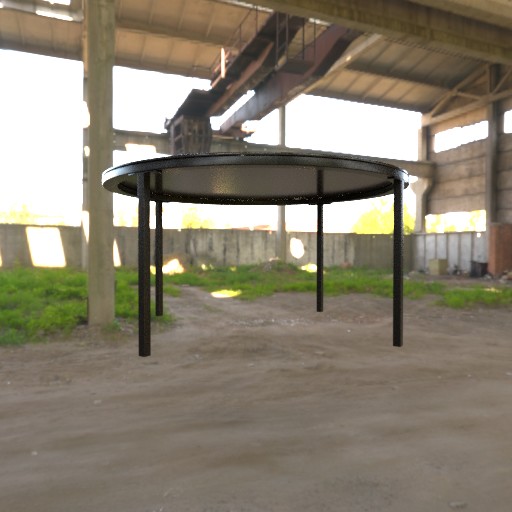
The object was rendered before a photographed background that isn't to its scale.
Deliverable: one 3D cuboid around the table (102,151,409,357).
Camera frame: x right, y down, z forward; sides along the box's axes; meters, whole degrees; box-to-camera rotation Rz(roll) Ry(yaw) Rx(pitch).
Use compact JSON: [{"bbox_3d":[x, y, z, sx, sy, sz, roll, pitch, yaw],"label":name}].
[{"bbox_3d":[0.000,0.000,1.223,0.800,0.400,0.800,0,1,0],"label":"table"}]
